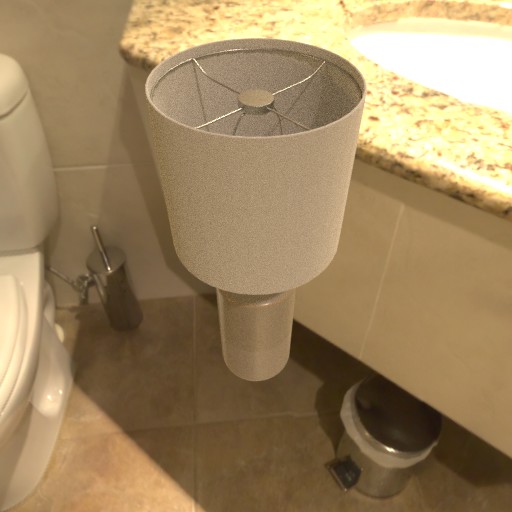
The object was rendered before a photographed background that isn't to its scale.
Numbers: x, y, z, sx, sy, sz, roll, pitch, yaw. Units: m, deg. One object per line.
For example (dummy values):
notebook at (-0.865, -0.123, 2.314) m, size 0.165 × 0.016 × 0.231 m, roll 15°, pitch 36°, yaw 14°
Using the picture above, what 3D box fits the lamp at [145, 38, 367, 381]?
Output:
lamp at (0.000, 0.000, 0.606) m, size 0.212 × 0.493 × 0.212 m, roll -34°, pitch 55°, yaw -28°
